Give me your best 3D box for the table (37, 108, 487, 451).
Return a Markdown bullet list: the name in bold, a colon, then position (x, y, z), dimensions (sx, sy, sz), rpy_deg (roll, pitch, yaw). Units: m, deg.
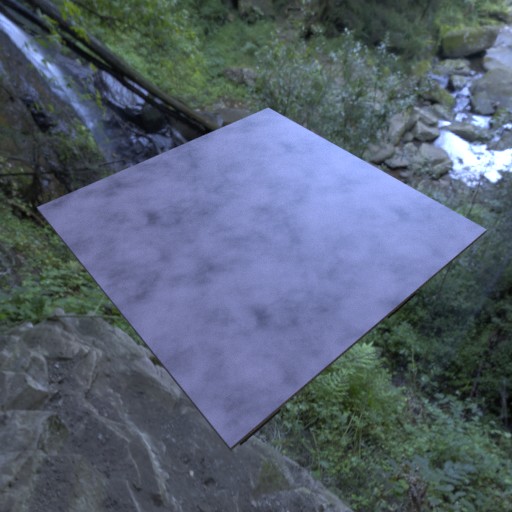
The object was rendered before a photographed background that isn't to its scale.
- **table**: position (0.000, 0.000, 1.345), dimensions (0.890, 0.305, 0.890), rpy_deg (-32, 54, -27)
